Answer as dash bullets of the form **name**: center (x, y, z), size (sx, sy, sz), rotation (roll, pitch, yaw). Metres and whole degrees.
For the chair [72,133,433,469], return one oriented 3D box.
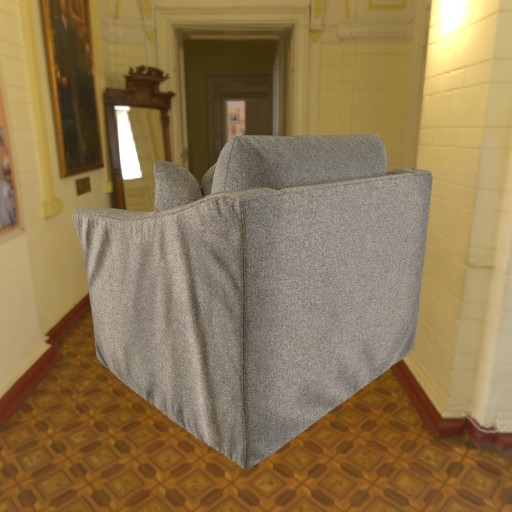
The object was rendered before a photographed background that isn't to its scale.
- **chair**: center (0.000, 0.000, 1.989), size (1.071, 1.059, 1.194), rotation (15, 21, 43)
